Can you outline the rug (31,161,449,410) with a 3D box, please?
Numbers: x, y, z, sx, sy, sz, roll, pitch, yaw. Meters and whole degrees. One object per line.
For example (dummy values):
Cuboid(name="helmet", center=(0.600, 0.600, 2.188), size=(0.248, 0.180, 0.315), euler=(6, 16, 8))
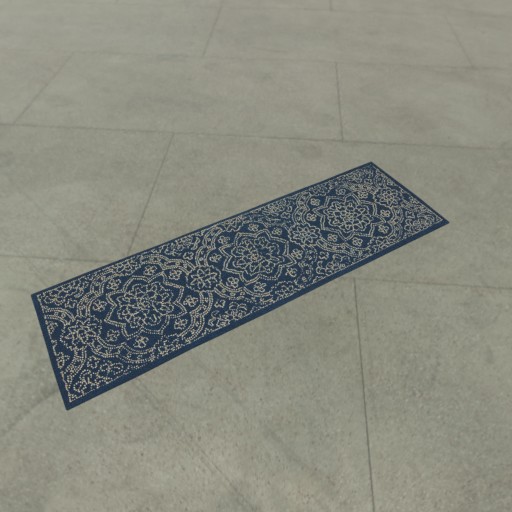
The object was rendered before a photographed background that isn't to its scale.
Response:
Cuboid(name="rug", center=(0.000, 0.000, 2.646), size=(2.448, 0.012, 0.769), euler=(-24, 52, -20))
